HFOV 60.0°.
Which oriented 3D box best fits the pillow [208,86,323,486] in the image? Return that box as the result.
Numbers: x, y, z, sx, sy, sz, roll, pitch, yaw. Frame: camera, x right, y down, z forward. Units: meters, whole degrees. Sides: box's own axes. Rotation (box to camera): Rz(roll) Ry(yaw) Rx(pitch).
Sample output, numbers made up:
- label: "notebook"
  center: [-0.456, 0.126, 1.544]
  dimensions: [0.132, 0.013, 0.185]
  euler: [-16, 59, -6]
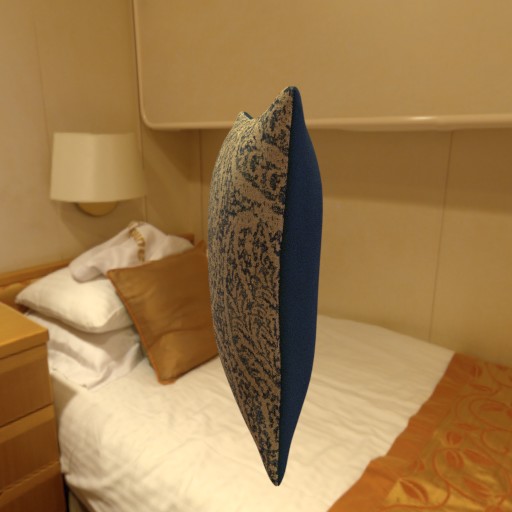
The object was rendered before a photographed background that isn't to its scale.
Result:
- label: "pillow"
  center: [0.000, 0.000, 0.780]
  dimensions: [0.166, 0.510, 0.523]
  euler: [-2, 15, -7]
